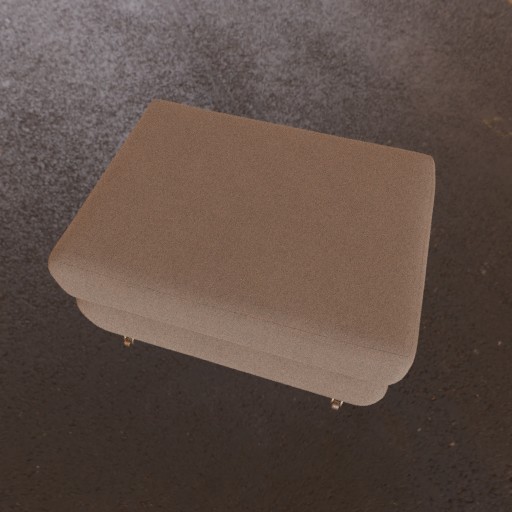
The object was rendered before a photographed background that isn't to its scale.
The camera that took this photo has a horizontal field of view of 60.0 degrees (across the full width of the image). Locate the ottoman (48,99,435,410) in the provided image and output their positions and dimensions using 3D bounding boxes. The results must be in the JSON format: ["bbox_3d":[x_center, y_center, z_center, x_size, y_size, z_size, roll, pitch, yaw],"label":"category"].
[{"bbox_3d":[0.000,0.000,1.159,0.773,0.504,0.569,14,59,9],"label":"ottoman"}]
